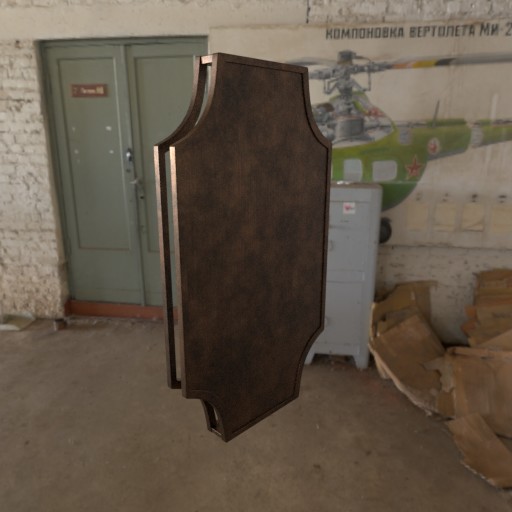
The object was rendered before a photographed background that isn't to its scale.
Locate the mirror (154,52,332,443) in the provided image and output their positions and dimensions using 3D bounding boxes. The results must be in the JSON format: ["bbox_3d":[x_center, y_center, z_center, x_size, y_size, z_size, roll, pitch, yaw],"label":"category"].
[{"bbox_3d":[0.000,0.000,1.002,0.066,0.811,0.462,14,21,43],"label":"mirror"}]
